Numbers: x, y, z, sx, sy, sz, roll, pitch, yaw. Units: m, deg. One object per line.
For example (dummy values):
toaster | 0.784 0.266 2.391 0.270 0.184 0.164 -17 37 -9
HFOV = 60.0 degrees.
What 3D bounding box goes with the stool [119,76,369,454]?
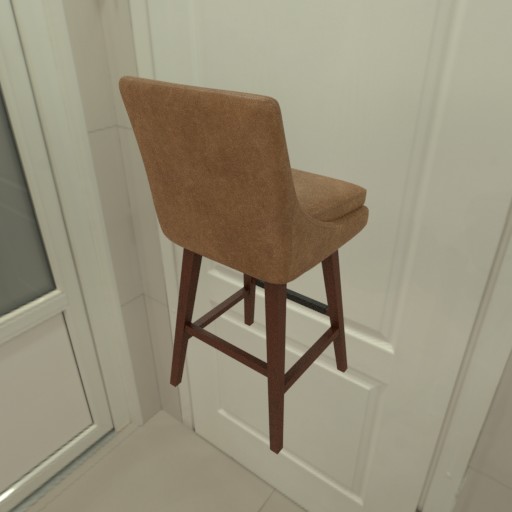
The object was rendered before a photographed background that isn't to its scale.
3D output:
stool | 0.000 0.000 1.386 0.487 1.079 0.572 21 36 32
